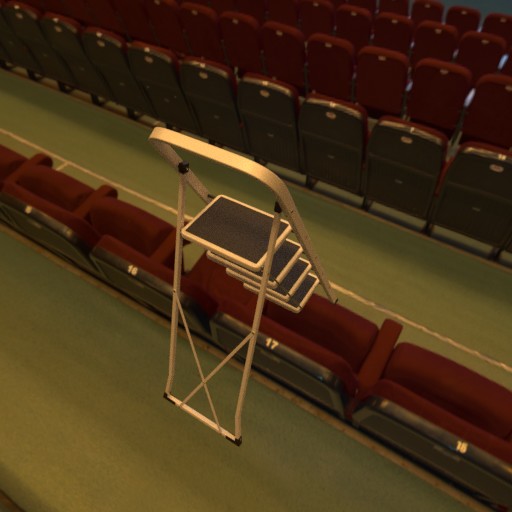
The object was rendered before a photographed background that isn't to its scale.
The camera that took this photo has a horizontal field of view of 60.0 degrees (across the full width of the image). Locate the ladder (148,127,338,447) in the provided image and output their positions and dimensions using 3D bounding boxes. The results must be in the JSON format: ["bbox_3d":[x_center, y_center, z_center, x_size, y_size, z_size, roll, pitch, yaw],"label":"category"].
[{"bbox_3d":[0.000,0.000,1.704,0.460,1.265,0.914,25,52,21],"label":"ladder"}]
